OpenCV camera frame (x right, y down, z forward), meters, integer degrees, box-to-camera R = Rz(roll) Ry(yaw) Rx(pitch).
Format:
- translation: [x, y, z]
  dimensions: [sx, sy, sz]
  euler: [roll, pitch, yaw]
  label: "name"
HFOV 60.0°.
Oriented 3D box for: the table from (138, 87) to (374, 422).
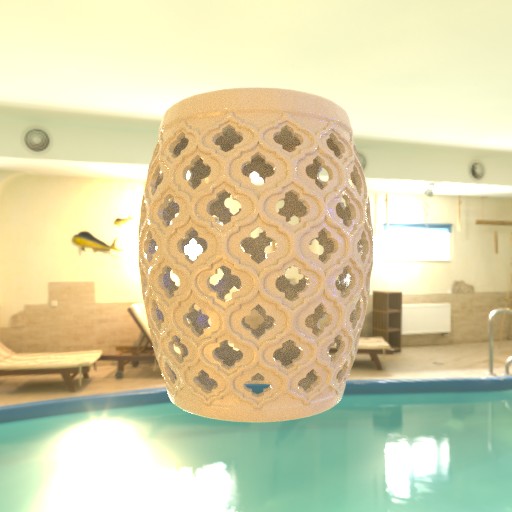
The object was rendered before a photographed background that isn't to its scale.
- translation: [0.000, 0.000, 0.632]
  dimensions: [0.325, 0.388, 0.325]
  euler: [0, 0, 0]
  label: "table"
